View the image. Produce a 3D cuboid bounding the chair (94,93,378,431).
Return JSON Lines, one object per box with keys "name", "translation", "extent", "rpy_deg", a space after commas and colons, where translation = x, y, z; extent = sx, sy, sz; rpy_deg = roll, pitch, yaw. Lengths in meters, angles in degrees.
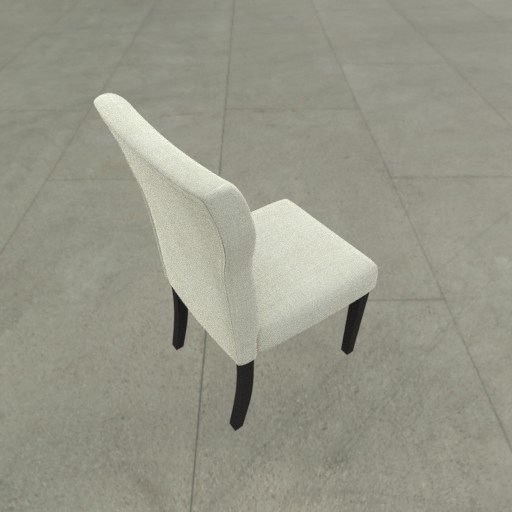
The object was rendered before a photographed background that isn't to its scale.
{"name": "chair", "translation": [0.000, 0.000, 1.280], "extent": [0.597, 0.921, 0.509], "rpy_deg": [-26, 48, -26]}
